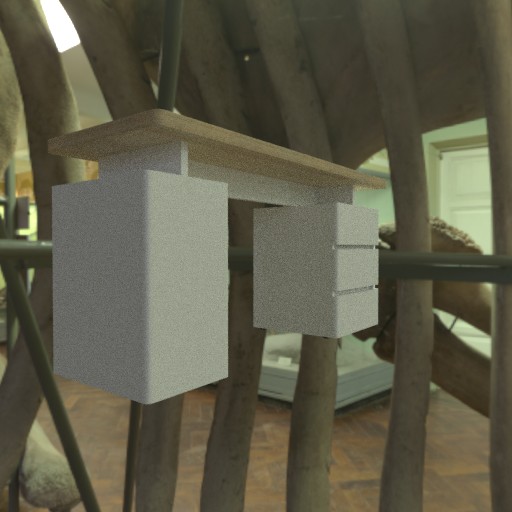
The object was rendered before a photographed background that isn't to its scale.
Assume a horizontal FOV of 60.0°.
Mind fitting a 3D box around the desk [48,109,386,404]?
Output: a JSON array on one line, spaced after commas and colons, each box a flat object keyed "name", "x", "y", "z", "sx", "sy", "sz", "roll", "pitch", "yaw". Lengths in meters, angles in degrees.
[{"name": "desk", "x": 0.000, "y": 0.000, "z": 1.849, "sx": 0.550, "sy": 0.755, "sz": 1.500, "roll": 1, "pitch": 1, "yaw": 38}]
